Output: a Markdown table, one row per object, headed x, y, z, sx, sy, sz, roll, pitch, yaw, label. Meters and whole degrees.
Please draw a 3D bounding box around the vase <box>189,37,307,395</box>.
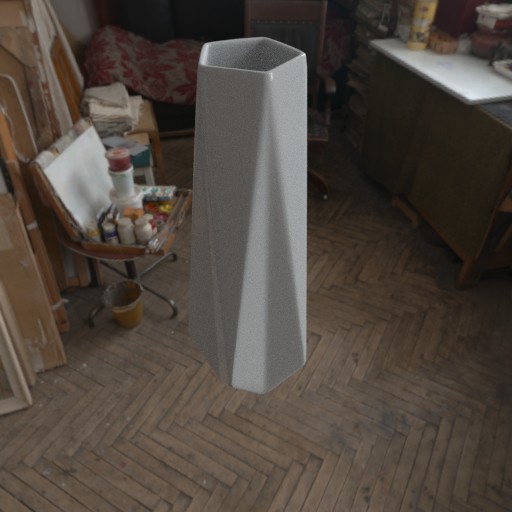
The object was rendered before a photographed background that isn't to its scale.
| x | y | z | sx | sy | sz | roll | pitch | yaw | label |
| --- | --- | --- | --- | --- | --- | --- | --- | --- | --- |
| 0.000 | 0.000 | 0.380 | 0.116 | 0.329 | 0.122 | 25 | 48 | 25 | vase |
